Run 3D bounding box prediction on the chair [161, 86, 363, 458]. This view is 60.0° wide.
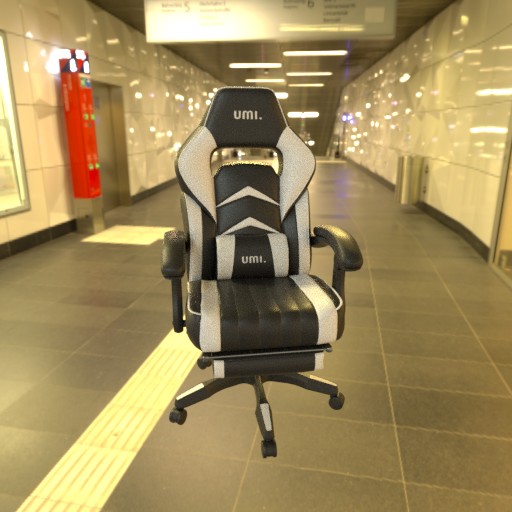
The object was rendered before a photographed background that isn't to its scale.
[{"bbox_3d":[0.000,0.000,1.616,0.676,1.200,0.700,-2,16,-8],"label":"chair"}]
